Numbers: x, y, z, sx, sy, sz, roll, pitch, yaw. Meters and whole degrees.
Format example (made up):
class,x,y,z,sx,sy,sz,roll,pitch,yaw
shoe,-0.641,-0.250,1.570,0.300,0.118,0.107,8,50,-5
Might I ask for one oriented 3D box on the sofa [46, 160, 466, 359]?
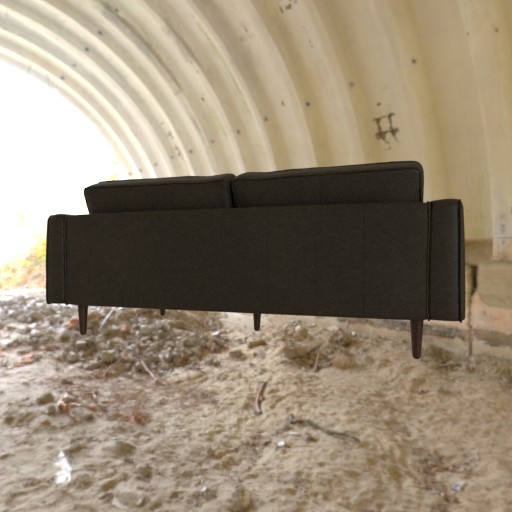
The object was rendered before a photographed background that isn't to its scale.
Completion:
class,x,y,z,sx,sy,sz,roll,pitch,yaw
sofa,0.000,0.000,2.268,1.879,0.770,0.921,0,0,19
